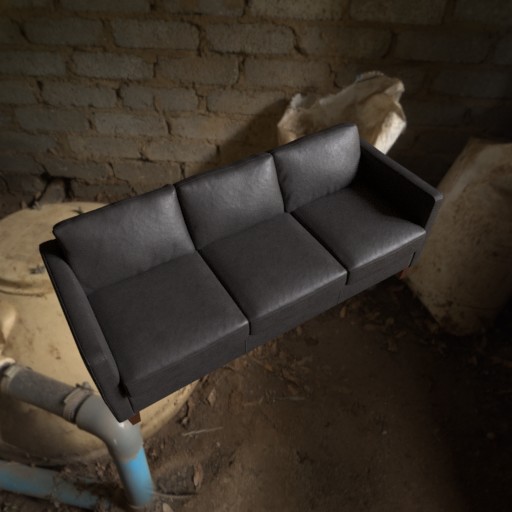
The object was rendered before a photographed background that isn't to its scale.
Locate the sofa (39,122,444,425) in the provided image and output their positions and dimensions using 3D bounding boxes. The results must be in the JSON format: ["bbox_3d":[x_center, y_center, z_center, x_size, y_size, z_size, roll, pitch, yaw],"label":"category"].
[{"bbox_3d":[0.000,0.000,3.020,2.464,1.006,1.045,-24,51,-21],"label":"sofa"}]
